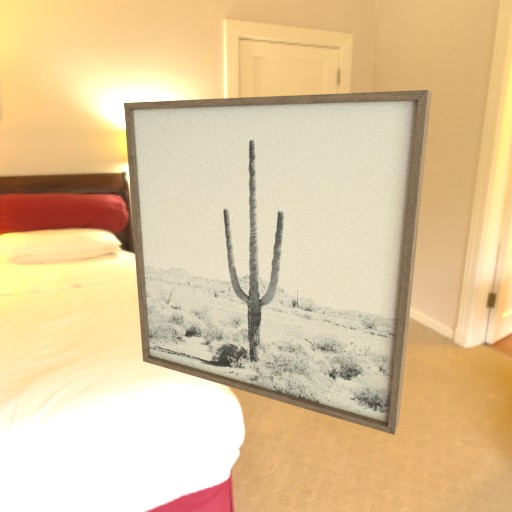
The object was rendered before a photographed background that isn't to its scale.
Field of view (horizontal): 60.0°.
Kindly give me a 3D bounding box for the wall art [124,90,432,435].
[{"bbox_3d":[0.000,0.000,0.755,0.508,0.508,0.038,8,17,26],"label":"wall art"}]
